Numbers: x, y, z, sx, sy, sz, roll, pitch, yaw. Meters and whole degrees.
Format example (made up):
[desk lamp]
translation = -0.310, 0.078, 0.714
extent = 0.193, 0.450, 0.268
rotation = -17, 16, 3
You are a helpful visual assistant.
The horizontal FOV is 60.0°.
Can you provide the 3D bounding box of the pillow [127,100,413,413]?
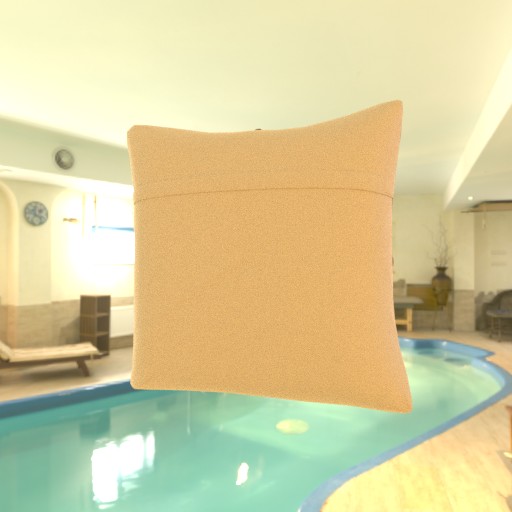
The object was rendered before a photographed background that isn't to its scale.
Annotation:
[pillow]
translation = 0.000, 0.000, 0.729
extent = 0.484, 0.470, 0.192
rotation = 0, -1, 18
